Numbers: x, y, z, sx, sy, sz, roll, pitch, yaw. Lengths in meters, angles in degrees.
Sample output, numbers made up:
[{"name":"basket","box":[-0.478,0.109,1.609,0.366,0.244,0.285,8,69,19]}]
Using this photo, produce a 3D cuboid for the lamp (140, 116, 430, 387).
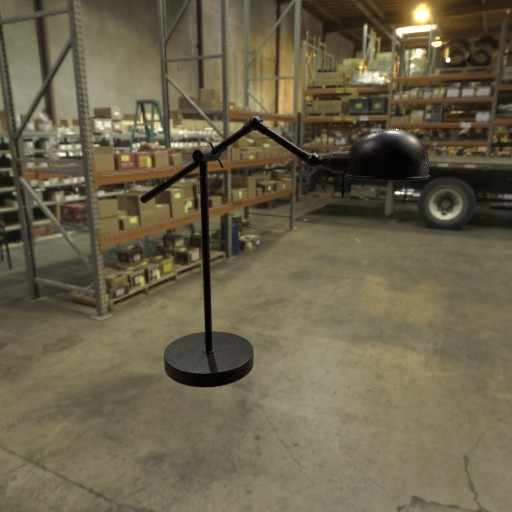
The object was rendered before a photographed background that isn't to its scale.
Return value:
[{"name":"lamp","box":[0.000,0.000,0.817,0.567,0.495,0.185,8,17,26]}]
